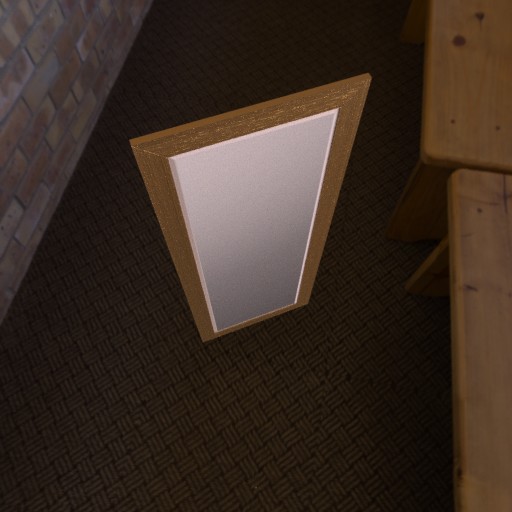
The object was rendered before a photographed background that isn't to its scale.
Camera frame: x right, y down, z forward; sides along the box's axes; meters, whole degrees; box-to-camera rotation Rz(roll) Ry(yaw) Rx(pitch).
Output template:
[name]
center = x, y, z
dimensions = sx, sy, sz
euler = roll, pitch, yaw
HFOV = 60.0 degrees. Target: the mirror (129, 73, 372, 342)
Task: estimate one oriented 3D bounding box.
[mirror]
center = 0.000, 0.000, 2.304
dimensions = 0.812, 2.031, 0.025
euler = -19, 64, -10
